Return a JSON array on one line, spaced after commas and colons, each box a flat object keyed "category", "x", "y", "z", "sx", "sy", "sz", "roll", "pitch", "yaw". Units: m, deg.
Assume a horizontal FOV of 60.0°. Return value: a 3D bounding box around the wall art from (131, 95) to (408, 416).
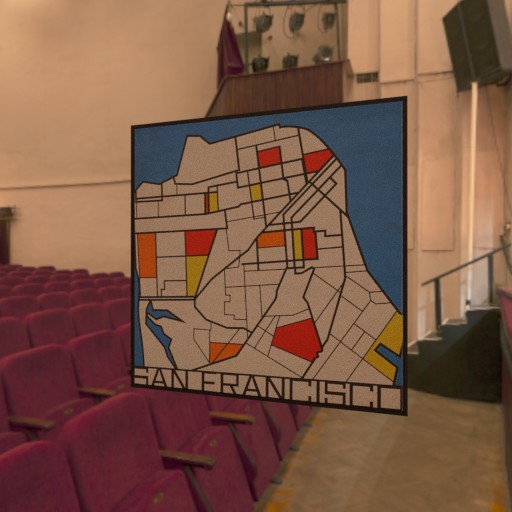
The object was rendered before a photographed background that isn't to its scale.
[{"category": "wall art", "x": 0.000, "y": 0.000, "z": 0.708, "sx": 0.458, "sy": 0.457, "sz": 0.013, "roll": 0, "pitch": 0, "yaw": 18}]
